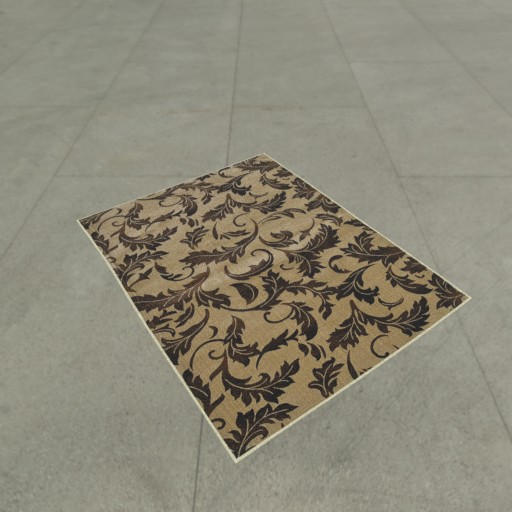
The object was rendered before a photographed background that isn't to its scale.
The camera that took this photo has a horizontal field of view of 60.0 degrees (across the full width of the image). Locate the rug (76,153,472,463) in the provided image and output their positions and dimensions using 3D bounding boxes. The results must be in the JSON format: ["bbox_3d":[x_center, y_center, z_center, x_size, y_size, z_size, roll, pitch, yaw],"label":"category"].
[{"bbox_3d":[0.000,0.000,4.108,2.380,0.008,2.977,-26,48,-25],"label":"rug"}]
